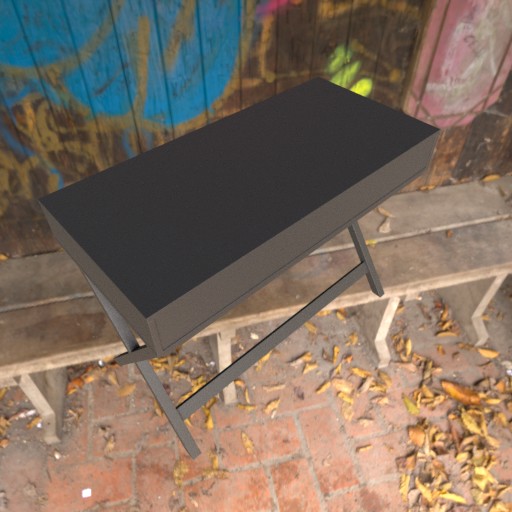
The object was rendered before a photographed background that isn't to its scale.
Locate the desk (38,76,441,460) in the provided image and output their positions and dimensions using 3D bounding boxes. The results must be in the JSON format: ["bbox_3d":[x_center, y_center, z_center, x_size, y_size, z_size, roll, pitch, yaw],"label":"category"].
[{"bbox_3d":[0.000,0.000,1.525,1.057,0.780,0.525,-33,54,-28],"label":"desk"}]
